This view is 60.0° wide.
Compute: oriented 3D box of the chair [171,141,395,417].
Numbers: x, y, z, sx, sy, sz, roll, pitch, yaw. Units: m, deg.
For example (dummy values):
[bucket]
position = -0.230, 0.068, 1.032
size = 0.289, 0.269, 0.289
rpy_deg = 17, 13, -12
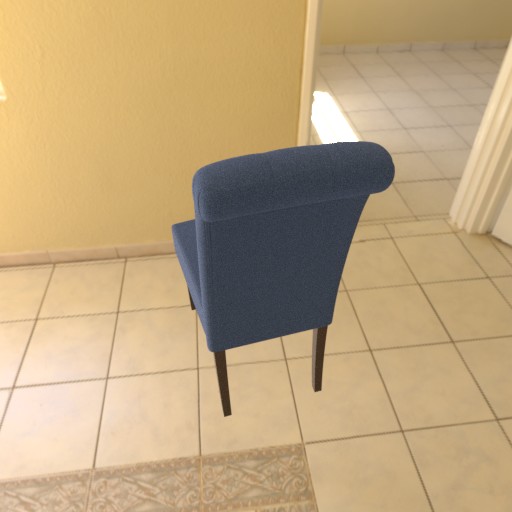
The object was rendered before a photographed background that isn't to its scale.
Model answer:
[chair]
position = 0.000, 0.000, 1.391
size = 0.456, 1.006, 0.671
rpy_deg = -11, 43, -12
